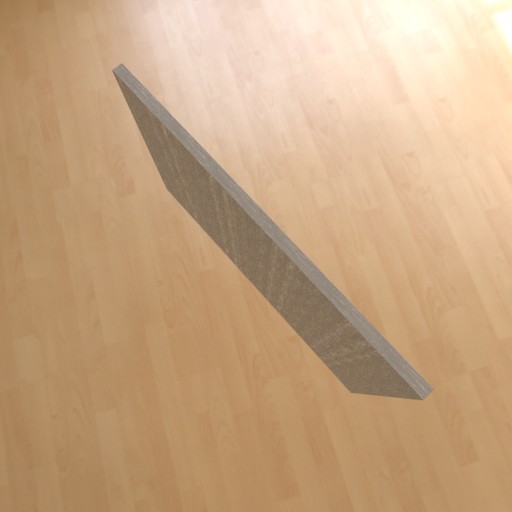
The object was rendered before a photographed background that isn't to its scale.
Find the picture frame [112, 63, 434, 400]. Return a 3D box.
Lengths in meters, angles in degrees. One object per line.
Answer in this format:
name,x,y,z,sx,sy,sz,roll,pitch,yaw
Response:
picture frame,0.000,0.000,1.216,0.029,0.640,0.950,-40,78,-11
